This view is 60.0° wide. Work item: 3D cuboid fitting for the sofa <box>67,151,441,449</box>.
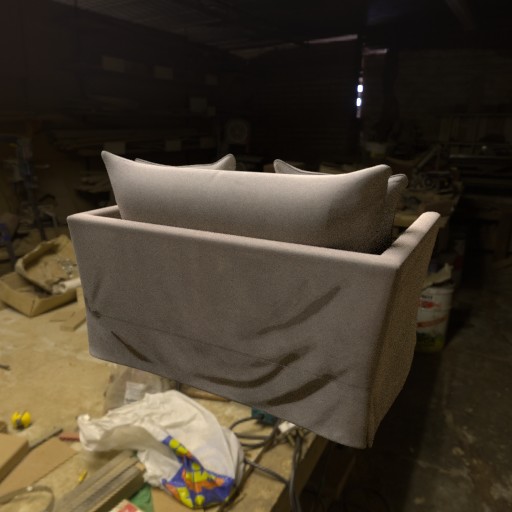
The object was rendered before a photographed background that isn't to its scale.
[{"bbox_3d":[0.000,0.000,2.263,1.608,1.040,1.035,9,19,28],"label":"sofa"}]
